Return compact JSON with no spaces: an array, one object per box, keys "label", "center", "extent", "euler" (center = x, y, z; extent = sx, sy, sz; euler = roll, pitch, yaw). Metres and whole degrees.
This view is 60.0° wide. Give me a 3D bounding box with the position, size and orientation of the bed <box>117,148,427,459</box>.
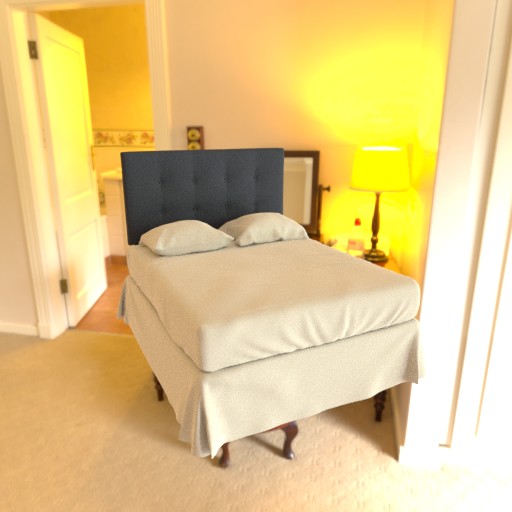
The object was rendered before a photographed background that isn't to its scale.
[{"label":"bed","center":[0.000,0.000,3.555],"extent":[1.936,1.577,2.222],"euler":[-8,18,-26]}]
